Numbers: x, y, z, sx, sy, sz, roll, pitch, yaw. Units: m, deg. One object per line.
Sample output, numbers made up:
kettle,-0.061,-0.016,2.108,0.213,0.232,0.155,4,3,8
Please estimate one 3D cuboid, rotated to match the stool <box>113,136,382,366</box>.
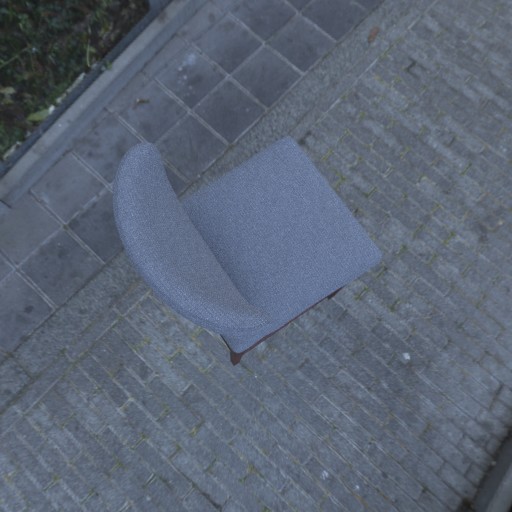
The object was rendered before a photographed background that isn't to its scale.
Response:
stool,0.000,0.000,1.389,0.568,1.069,0.486,-33,77,-8
